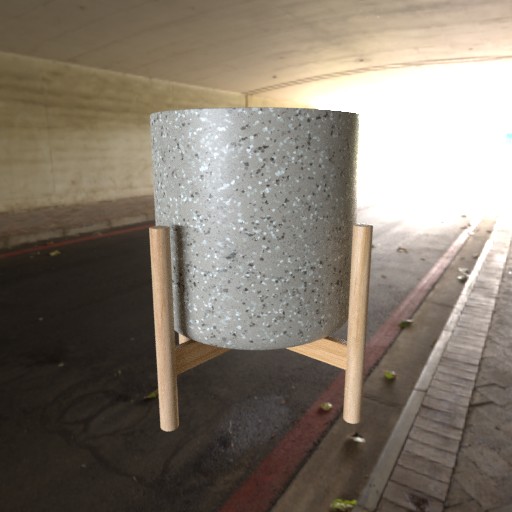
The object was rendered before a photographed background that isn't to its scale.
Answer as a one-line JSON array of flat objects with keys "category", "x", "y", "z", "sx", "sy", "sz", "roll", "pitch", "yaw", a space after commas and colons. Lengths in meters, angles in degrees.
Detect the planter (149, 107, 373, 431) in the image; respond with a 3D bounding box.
[{"category": "planter", "x": 0.000, "y": 0.000, "z": 0.698, "sx": 0.360, "sy": 0.419, "sz": 0.360, "roll": -7, "pitch": 15, "yaw": -25}]
